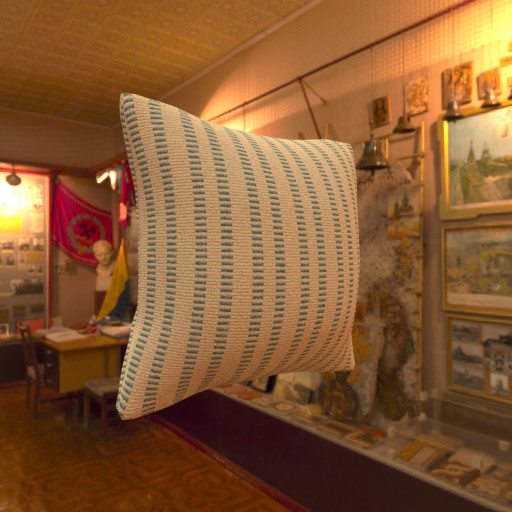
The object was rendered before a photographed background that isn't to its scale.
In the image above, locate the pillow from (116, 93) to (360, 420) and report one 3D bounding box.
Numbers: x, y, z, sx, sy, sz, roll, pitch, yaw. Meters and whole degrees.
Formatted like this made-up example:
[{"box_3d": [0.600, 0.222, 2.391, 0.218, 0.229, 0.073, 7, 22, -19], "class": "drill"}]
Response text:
[{"box_3d": [0.000, 0.000, 0.691, 0.438, 0.419, 0.247, 0, -1, -36], "class": "pillow"}]
